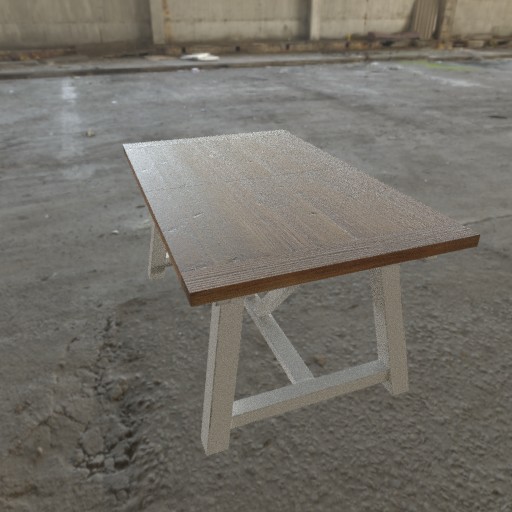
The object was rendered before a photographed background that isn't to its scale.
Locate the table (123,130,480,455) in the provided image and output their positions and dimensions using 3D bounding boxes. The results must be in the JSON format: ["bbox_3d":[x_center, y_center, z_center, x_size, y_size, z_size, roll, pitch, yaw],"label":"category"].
[{"bbox_3d":[0.000,0.000,2.027,0.922,0.743,1.503,-10,30,-18],"label":"table"}]
